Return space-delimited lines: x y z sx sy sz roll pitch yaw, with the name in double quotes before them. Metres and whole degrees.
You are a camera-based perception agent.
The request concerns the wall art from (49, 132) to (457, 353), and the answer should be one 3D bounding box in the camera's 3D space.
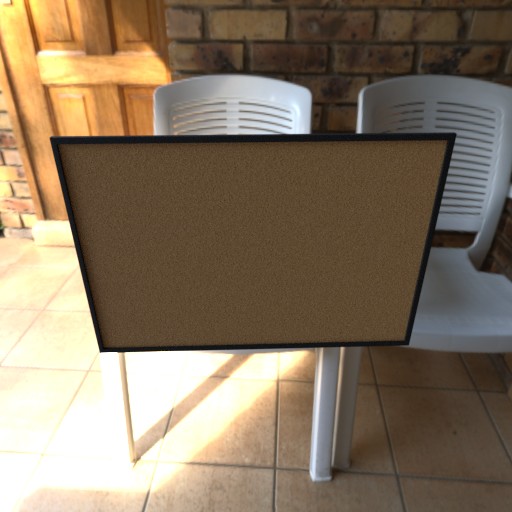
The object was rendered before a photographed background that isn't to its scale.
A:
"wall art" 0.000 0.000 1.220 0.963 0.665 0.013 -1 30 -2
